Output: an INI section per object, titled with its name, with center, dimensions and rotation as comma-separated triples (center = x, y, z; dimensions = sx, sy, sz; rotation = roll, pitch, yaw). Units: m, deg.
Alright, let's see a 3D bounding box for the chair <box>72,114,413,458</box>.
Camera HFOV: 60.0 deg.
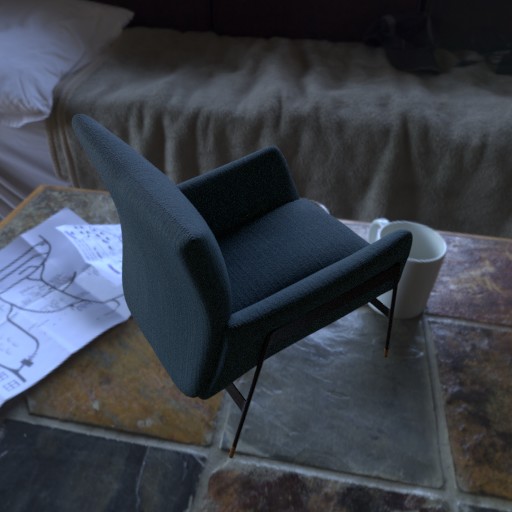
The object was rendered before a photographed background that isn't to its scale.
[chair]
center = 0.000, 0.000, 1.392
dimensions = 0.769, 0.859, 0.678
rotation = -23, 45, -26
